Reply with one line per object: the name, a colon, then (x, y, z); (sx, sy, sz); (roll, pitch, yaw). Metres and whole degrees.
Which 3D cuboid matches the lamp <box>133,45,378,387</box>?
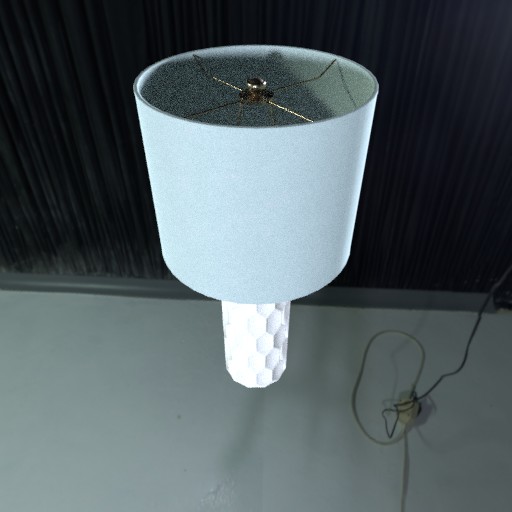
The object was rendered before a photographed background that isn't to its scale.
lamp: (0.000, 0.000, 0.682); (0.277, 0.534, 0.277); (0, 40, 0)
